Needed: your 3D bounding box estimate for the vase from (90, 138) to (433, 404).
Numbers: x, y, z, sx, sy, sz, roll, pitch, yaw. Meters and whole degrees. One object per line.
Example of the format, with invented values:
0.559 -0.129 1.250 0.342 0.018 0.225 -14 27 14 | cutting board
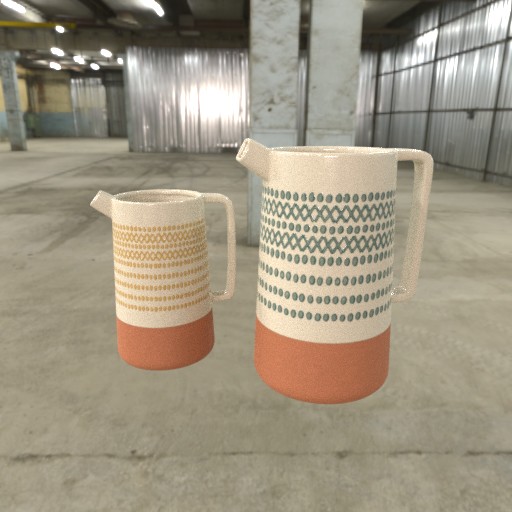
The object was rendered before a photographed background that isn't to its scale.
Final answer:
0.000 0.000 0.478 0.326 0.247 0.168 8 18 25 | vase
